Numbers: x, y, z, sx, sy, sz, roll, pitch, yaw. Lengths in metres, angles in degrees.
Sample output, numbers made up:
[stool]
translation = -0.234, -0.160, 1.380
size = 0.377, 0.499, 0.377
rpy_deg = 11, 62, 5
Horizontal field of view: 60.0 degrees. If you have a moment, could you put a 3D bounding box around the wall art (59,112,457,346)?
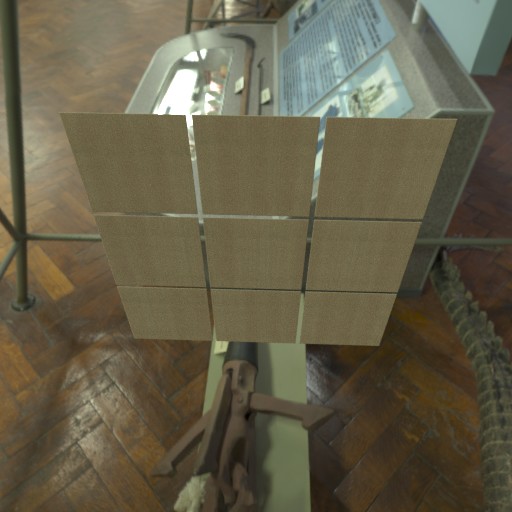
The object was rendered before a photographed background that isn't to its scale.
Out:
[wall art]
translation = 0.000, 0.000, 2.217
size = 1.517, 1.505, 0.002
rpy_deg = 1, 45, 1
